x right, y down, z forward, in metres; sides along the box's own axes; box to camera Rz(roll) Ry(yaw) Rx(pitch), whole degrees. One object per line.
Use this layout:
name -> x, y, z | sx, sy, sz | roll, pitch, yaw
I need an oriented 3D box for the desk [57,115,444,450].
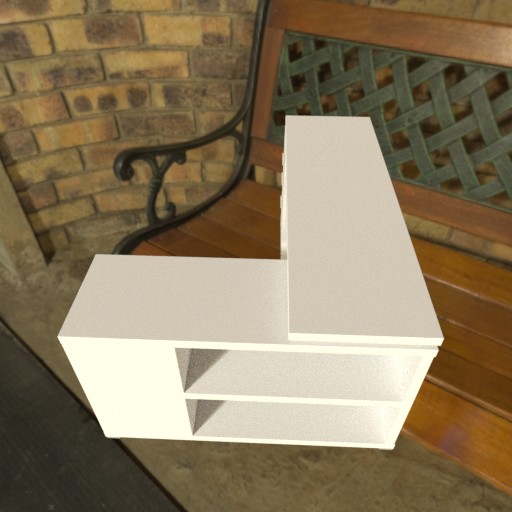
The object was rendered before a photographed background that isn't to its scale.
desk -> 0.000, 0.000, 2.168 | 1.200, 0.753, 1.524 | 2, 42, 2
